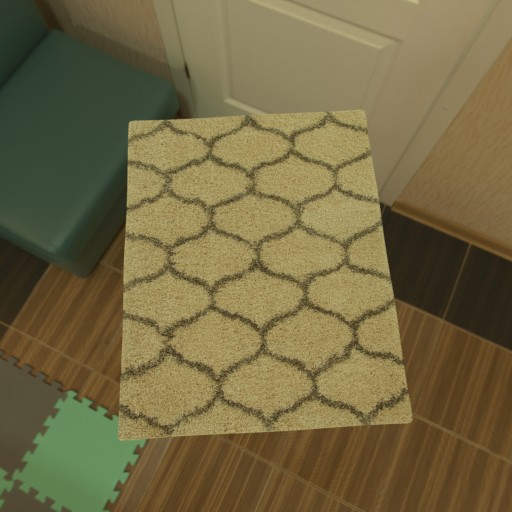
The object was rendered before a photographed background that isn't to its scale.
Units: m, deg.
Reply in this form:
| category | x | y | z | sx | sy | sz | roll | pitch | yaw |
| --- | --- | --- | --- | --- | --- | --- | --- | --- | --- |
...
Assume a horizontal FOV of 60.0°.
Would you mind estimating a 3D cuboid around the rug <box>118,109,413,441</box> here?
| category | x | y | z | sx | sy | sz | roll | pitch | yaw |
| --- | --- | --- | --- | --- | --- | --- | --- | --- | --- |
| rug | 0.000 | 0.000 | 4.047 | 2.399 | 0.026 | 3.000 | -3 | 72 | -1 |
